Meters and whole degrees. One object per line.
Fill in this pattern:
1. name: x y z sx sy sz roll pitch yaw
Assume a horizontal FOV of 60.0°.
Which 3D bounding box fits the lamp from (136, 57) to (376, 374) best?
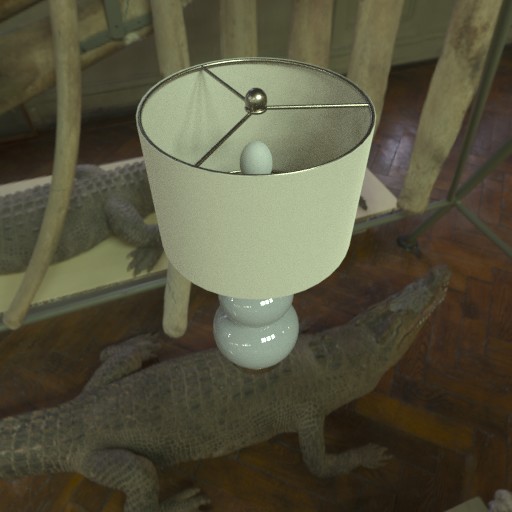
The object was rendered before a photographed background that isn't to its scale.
1. lamp: 0.000 0.000 0.933 0.367 0.730 0.367 -16 48 -15
